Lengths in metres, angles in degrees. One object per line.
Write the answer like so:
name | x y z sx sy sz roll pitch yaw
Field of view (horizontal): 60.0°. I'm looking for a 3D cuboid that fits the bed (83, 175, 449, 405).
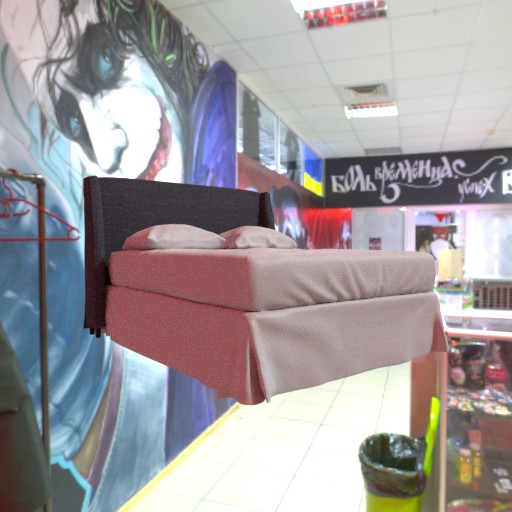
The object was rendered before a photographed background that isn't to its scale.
bed | 0.000 0.000 3.384 1.925 1.332 2.276 -1 2 -38
